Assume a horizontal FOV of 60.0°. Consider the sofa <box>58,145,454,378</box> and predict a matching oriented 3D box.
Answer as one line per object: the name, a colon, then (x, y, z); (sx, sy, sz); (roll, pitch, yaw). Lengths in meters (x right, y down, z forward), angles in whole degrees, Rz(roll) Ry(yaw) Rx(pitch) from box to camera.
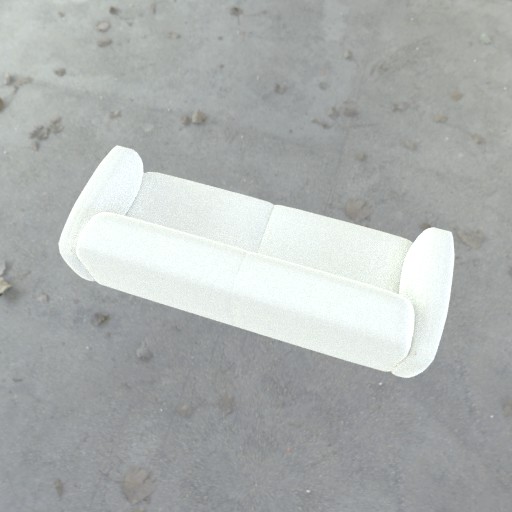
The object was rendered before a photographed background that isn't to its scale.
sofa: (0.000, 0.000, 2.780); (2.280, 0.780, 0.870); (16, 64, 8)
